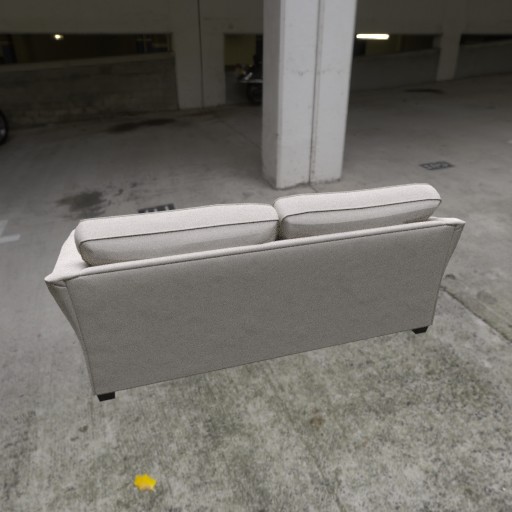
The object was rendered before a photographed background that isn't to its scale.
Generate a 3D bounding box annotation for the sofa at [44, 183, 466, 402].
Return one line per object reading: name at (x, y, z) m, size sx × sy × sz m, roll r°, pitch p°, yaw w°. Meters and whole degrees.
sofa at (0.000, 0.000, 2.772) m, size 2.270 × 0.965 × 0.980 m, roll -8°, pitch 28°, yaw -15°
